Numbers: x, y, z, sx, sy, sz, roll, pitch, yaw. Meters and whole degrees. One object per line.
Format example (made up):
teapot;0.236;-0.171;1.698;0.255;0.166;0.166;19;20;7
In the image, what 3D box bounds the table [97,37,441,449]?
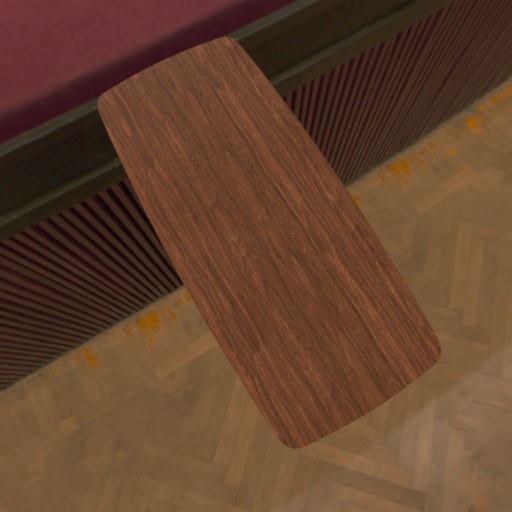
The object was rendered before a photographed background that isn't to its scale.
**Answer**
table;0.000;0.000;1.123;0.361;0.576;0.804;-29;77;-8
